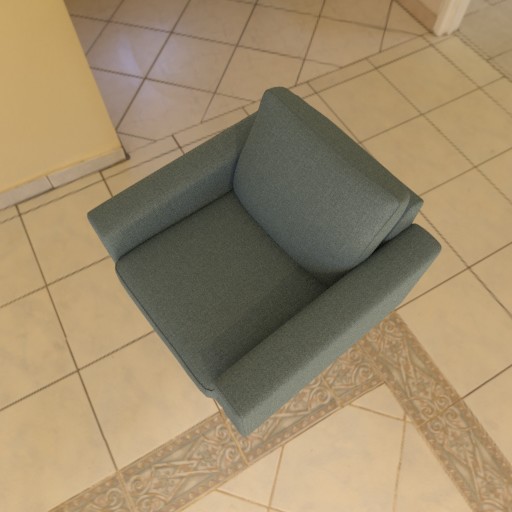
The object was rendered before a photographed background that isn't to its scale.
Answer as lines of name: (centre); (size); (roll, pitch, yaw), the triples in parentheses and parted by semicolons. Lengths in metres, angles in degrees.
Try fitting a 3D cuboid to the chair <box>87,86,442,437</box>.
chair: (0.000, 0.000, 1.906); (1.038, 1.010, 1.024); (-36, 68, -17)
